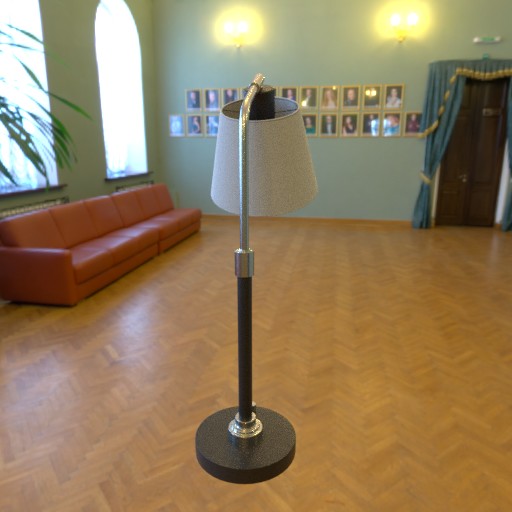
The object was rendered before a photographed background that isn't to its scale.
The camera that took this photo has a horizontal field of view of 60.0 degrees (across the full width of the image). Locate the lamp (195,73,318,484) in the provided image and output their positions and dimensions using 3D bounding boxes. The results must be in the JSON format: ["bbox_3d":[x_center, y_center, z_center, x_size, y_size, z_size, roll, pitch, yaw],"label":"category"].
[{"bbox_3d":[0.000,0.000,0.690,0.181,0.539,0.348,2,14,9],"label":"lamp"}]
